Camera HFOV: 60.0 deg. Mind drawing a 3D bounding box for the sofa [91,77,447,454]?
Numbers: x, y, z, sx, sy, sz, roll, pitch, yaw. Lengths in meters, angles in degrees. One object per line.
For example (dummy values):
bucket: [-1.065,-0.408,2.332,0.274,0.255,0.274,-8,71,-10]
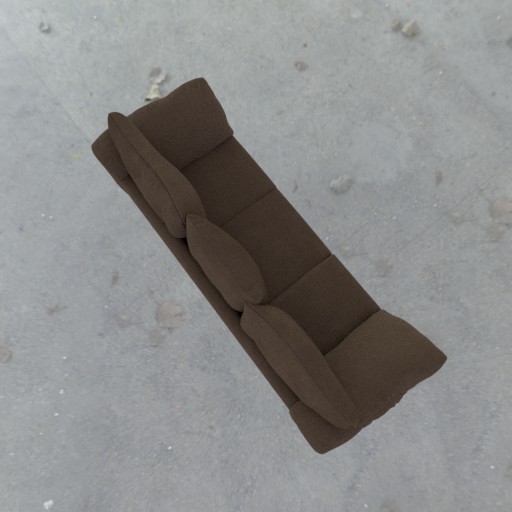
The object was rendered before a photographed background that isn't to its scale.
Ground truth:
sofa: [0.000,0.000,2.823,0.878,1.015,2.336,-37,78,-9]
